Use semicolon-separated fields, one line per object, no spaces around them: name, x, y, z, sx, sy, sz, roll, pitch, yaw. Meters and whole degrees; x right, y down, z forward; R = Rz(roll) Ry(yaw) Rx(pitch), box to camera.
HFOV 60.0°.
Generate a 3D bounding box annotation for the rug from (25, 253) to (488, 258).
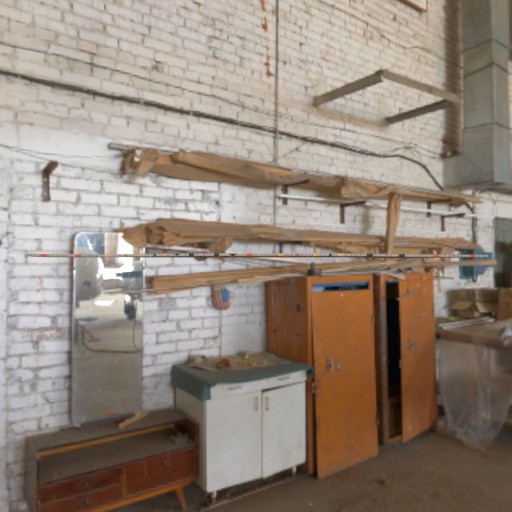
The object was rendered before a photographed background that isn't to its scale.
rug;0.000;0.000;2.678;2.419;0.022;0.744;0;0;0
